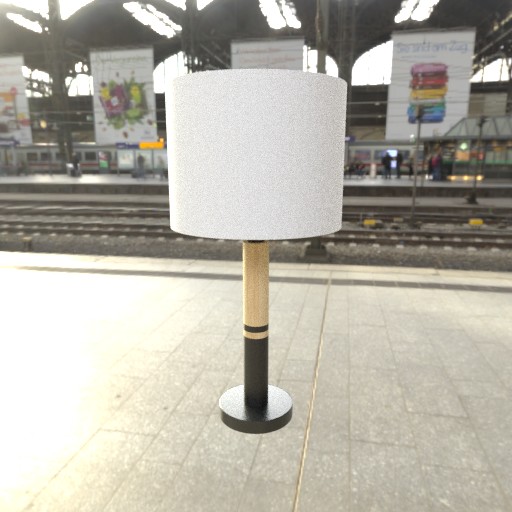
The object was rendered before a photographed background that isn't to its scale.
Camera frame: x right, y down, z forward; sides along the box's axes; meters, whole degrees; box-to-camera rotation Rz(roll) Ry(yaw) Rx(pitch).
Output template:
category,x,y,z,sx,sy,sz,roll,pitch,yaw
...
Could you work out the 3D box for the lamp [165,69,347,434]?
category,x,y,z,sx,sy,sz,roll,pitch,yaw
lamp,0.000,0.000,0.818,0.305,0.640,0.305,2,12,9
